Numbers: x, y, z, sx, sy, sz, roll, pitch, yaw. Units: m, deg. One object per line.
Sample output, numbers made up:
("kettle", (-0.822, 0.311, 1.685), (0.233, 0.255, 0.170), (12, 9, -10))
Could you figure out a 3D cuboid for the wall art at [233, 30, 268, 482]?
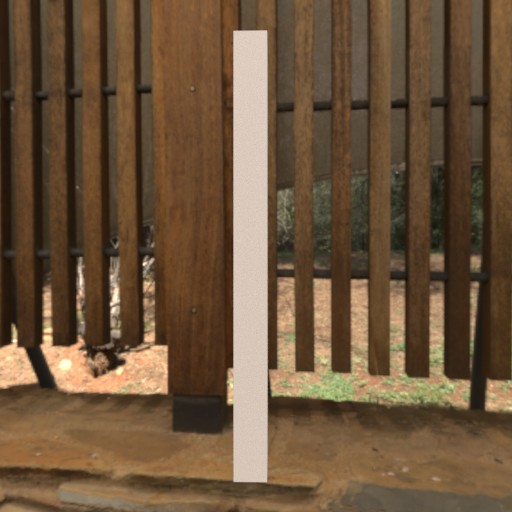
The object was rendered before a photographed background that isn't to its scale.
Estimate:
("wall art", (0.000, 0.000, 1.911), (0.098, 1.291, 1.289), (0, 0, 1))
